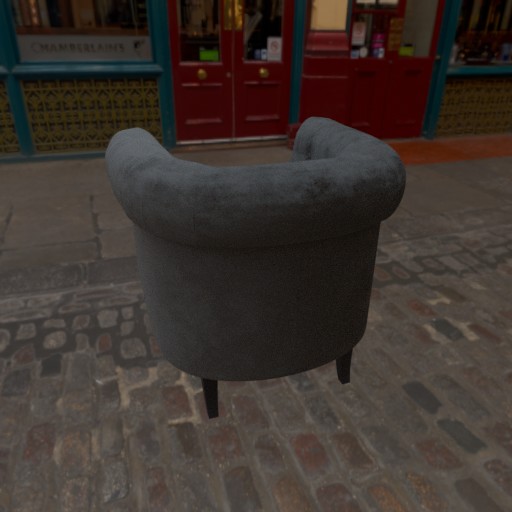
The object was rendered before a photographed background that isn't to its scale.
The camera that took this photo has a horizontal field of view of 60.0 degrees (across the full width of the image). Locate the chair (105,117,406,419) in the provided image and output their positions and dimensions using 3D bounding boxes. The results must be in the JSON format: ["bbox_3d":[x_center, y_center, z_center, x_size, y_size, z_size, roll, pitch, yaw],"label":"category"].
[{"bbox_3d":[0.000,0.000,1.556,0.904,0.826,0.851,-9,28,-17],"label":"chair"}]
